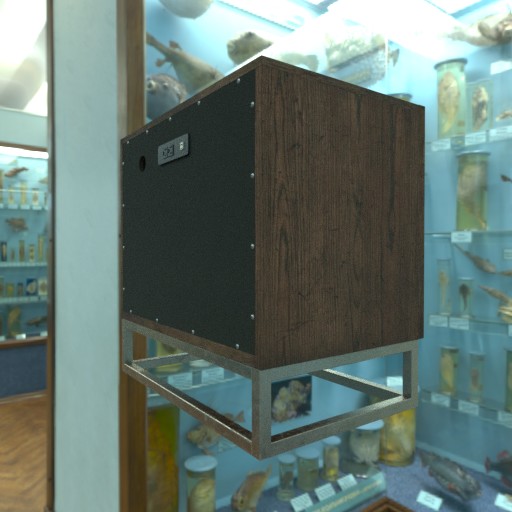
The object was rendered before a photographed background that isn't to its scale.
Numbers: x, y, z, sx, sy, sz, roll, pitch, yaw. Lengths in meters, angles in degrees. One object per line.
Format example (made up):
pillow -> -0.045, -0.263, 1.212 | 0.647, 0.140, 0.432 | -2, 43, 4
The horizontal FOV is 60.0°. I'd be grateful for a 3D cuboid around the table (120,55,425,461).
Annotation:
table -> 0.000, 0.000, 1.274 | 0.542, 0.746, 0.767 | -1, 1, -36
